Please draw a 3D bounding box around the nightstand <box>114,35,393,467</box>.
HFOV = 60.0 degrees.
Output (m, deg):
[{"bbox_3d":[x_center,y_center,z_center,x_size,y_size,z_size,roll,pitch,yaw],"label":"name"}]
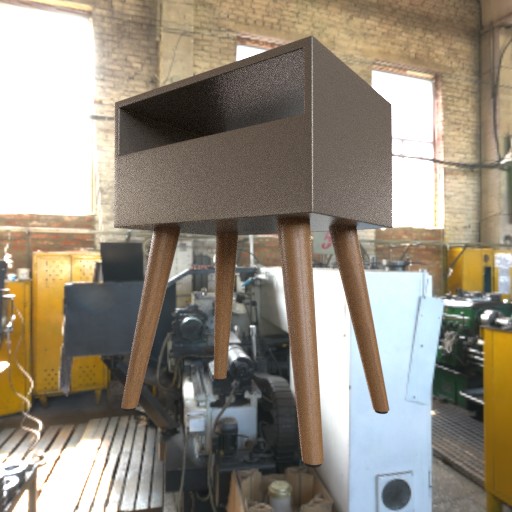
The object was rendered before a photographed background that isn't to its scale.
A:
[{"bbox_3d":[0.000,0.000,0.737,0.370,0.508,0.288,-1,-1,36],"label":"nightstand"}]
